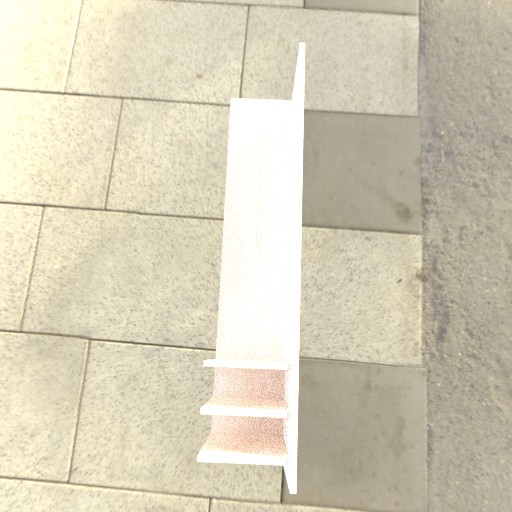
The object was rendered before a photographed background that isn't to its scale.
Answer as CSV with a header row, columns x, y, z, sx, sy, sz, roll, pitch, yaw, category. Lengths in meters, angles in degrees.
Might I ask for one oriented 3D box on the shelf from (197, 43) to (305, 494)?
x,y,z,sx,sy,sz,roll,pitch,yaw,category
0.000,0.000,1.131,0.200,0.300,1.020,2,78,1,shelf
